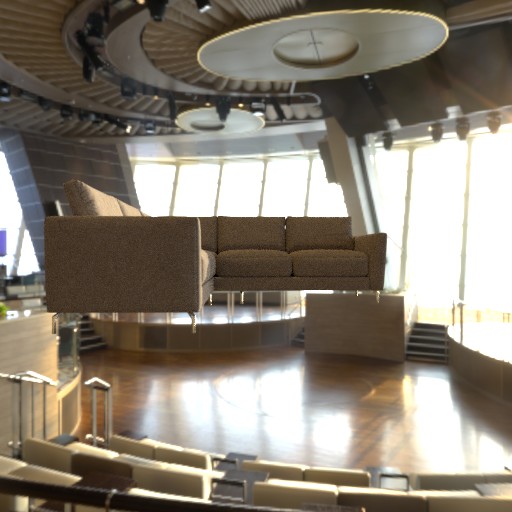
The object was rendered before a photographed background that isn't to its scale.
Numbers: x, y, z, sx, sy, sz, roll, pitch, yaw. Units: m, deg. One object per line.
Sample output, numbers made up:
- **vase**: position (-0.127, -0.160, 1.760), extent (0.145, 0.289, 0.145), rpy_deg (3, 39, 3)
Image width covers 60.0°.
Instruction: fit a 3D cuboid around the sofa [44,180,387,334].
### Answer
- **sofa**: position (0.000, 0.000, 3.620), extent (2.438, 0.864, 2.438), rpy_deg (0, 0, -2)
